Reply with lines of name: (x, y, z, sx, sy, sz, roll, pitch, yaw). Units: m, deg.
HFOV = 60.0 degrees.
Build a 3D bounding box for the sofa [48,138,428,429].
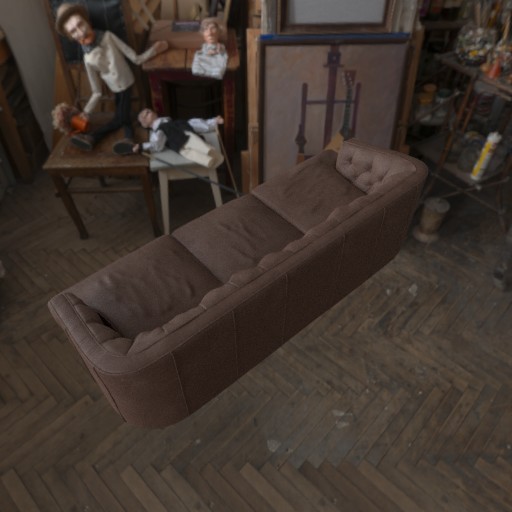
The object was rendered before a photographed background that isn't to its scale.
sofa: (0.000, 0.000, 2.672, 2.227, 0.787, 0.927, -32, 55, -26)
